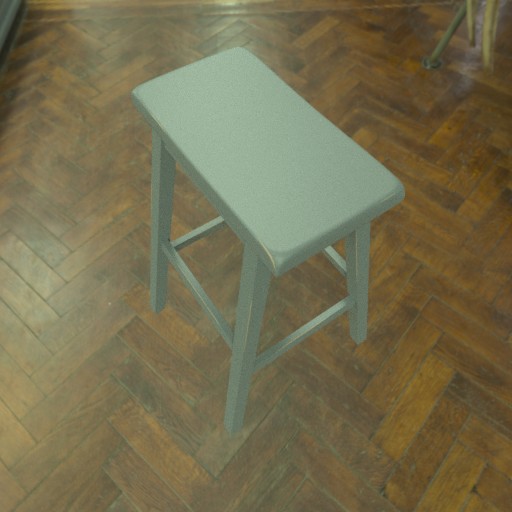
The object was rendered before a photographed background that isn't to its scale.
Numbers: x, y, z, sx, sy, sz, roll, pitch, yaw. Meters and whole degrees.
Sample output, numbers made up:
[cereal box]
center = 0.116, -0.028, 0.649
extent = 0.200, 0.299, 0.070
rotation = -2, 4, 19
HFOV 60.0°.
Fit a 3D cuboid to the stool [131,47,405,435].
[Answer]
[stool]
center = 0.000, 0.000, 1.026
extent = 0.476, 0.737, 0.457
rotation = -30, 62, -18
